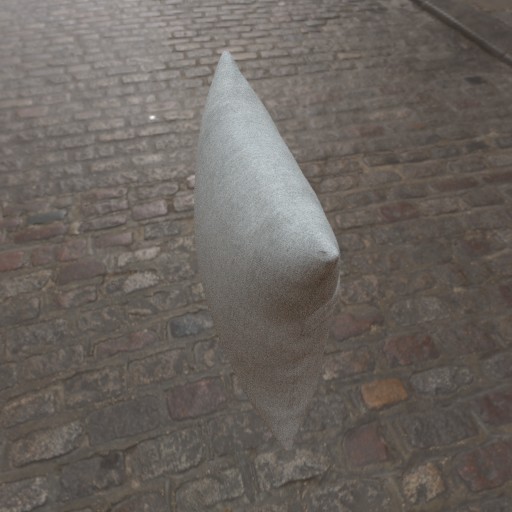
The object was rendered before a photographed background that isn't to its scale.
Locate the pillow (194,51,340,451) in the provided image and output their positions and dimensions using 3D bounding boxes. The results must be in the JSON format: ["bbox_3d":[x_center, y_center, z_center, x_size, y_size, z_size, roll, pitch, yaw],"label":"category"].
[{"bbox_3d":[0.000,0.000,0.666,0.173,0.436,0.433,-11,48,-10],"label":"pillow"}]
